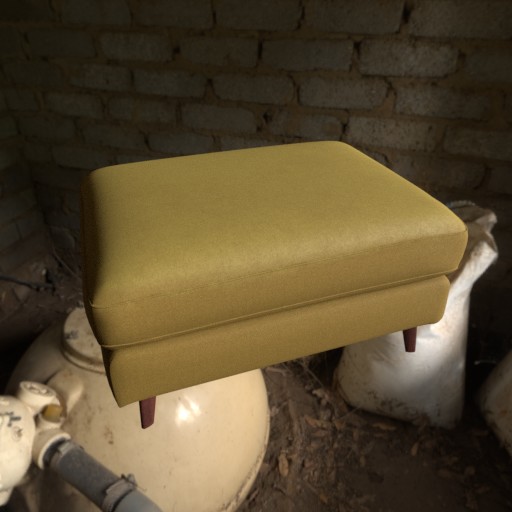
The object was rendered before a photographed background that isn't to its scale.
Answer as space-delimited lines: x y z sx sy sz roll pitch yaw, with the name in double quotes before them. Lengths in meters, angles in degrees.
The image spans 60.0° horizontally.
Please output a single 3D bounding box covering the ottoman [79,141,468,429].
"ottoman" 0.000 0.000 1.143 0.811 0.449 0.608 -11 34 -16
